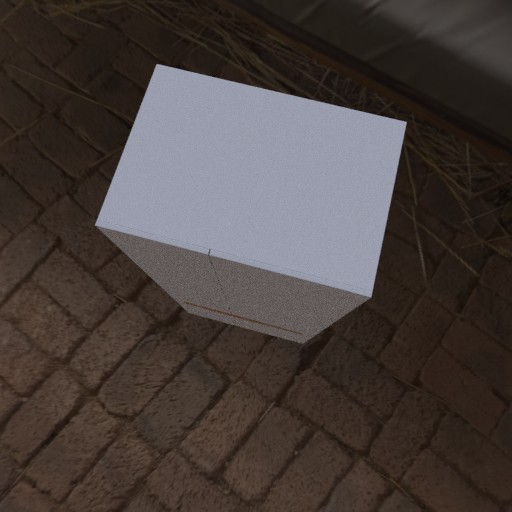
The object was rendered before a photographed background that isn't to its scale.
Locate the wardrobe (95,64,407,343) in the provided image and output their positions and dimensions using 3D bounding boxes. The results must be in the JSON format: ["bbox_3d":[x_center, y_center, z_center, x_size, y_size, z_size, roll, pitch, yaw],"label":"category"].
[{"bbox_3d":[0.000,0.000,2.389,0.860,2.040,0.600,15,75,4],"label":"wardrobe"}]
